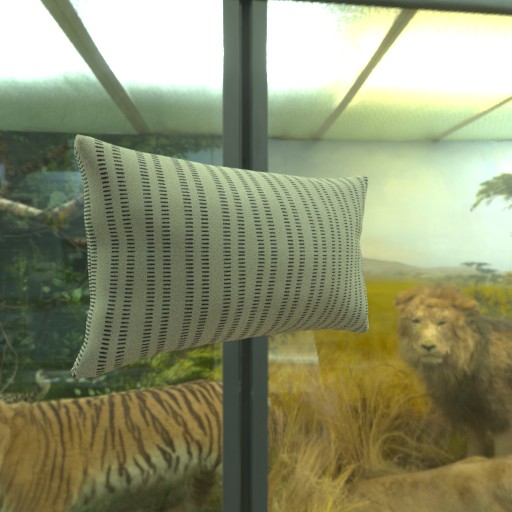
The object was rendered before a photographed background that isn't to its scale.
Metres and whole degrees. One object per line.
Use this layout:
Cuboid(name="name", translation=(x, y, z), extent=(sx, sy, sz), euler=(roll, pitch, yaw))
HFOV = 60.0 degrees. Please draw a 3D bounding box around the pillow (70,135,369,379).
Cuboid(name="pillow", translation=(0.000, 0.000, 0.814), extent=(0.640, 0.353, 0.210), euler=(-1, 1, -36))
